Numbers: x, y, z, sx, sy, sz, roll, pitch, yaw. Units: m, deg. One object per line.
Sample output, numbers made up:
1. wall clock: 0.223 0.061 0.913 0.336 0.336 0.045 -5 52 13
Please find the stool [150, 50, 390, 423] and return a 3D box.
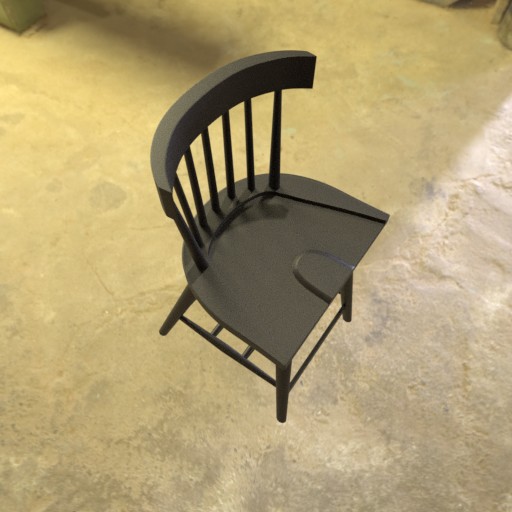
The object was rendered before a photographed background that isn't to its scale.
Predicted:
1. stool: 0.000 0.000 1.218 0.549 0.953 0.494 31 63 18
